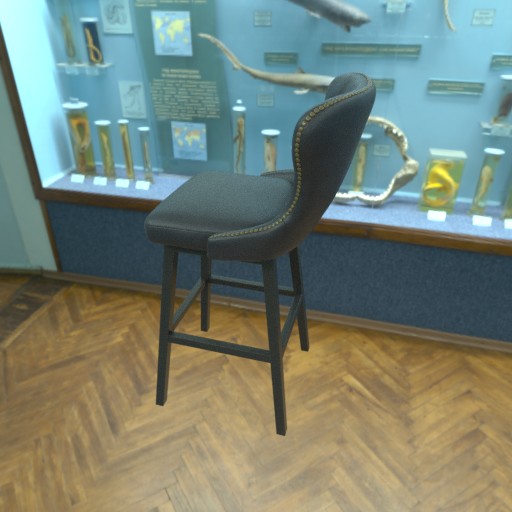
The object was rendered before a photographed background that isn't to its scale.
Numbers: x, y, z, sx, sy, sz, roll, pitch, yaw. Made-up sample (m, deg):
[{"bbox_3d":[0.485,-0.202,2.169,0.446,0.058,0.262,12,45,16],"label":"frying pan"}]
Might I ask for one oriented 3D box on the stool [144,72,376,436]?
[{"bbox_3d":[0.000,0.000,1.390,0.601,1.050,0.528,8,31,14],"label":"stool"}]
